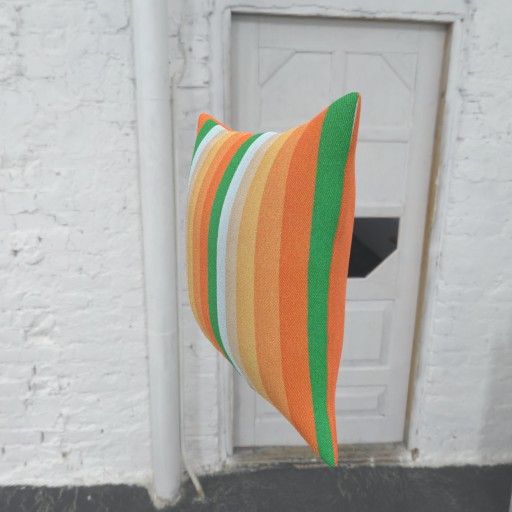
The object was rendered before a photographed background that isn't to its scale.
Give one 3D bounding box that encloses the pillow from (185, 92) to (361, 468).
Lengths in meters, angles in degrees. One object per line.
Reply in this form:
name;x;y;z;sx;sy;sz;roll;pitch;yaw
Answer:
pillow;0.000;0.000;0.688;0.169;0.444;0.453;-8;17;-26
